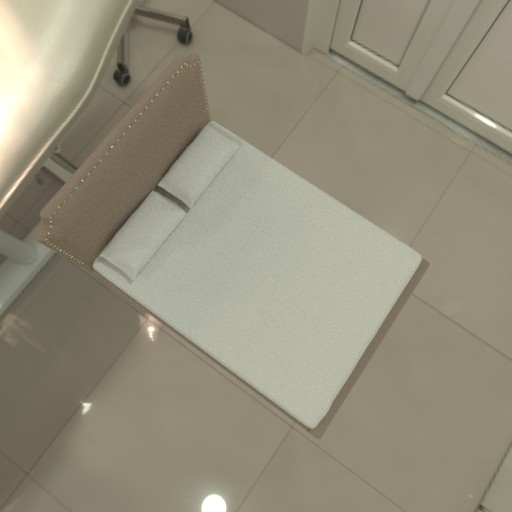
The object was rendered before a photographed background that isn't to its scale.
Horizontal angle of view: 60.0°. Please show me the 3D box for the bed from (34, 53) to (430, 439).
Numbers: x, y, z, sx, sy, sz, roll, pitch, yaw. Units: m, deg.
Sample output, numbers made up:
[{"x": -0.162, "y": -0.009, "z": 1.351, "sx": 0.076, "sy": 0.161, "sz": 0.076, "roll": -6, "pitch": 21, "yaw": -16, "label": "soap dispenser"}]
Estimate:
[{"x": 0.000, "y": 0.000, "z": 3.421, "sx": 2.372, "sy": 1.443, "sz": 1.713, "roll": 35, "pitch": 78, "yaw": 8, "label": "bed"}]
